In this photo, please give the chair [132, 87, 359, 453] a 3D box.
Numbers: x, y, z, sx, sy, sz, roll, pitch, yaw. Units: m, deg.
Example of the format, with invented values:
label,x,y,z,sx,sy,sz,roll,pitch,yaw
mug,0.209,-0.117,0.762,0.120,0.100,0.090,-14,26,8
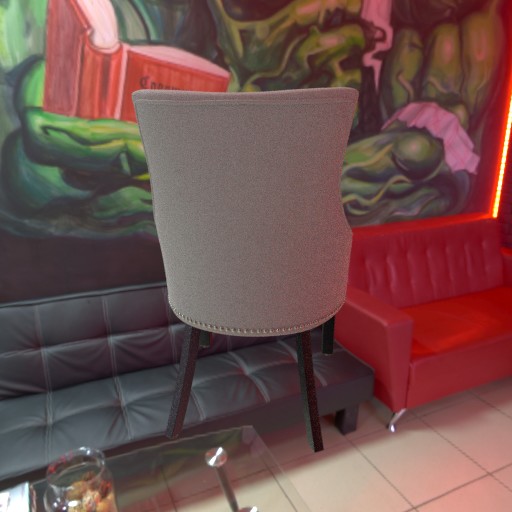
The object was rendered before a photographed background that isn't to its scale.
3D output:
label,x,y,z,sx,sy,sz,roll,pitch,yaw
chair,0.000,0.000,1.330,0.566,0.909,0.629,2,17,8
